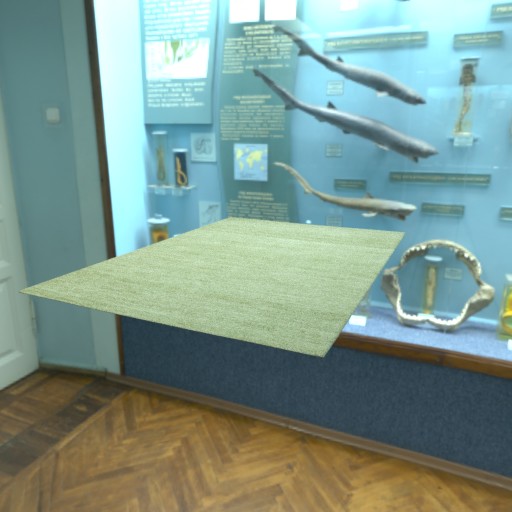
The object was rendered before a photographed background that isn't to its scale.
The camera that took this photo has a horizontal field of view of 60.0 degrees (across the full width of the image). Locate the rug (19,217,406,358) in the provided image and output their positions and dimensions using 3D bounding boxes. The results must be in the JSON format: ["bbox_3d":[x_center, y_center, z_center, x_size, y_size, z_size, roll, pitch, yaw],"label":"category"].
[{"bbox_3d":[0.000,0.000,2.913,1.606,0.017,2.270,7,17,24],"label":"rug"}]
